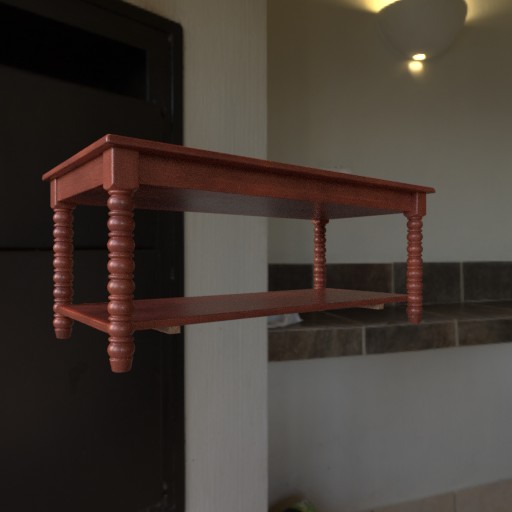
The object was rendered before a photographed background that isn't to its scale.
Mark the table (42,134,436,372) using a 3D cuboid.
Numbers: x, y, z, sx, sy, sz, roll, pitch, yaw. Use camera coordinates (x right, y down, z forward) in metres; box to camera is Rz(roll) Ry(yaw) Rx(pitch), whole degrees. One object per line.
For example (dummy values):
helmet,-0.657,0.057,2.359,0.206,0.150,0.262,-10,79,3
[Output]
table,0.000,0.000,1.449,1.171,0.485,0.580,0,0,-37
